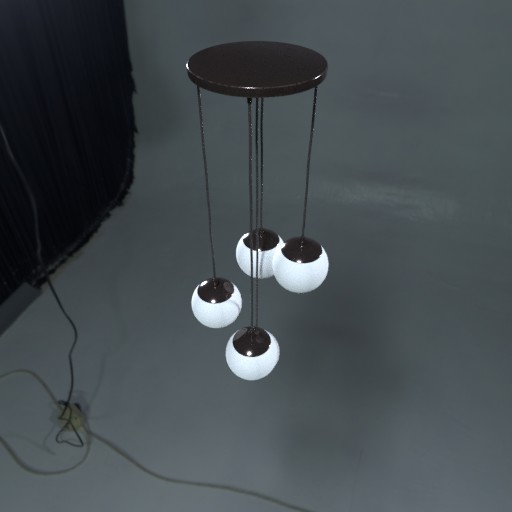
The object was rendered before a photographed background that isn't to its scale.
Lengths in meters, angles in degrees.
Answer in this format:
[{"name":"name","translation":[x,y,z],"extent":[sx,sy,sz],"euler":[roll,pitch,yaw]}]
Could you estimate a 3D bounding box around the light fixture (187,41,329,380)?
[{"name":"light fixture","translation":[0.000,0.000,1.508],"extent":[0.489,1.271,0.484],"euler":[11,42,12]}]
